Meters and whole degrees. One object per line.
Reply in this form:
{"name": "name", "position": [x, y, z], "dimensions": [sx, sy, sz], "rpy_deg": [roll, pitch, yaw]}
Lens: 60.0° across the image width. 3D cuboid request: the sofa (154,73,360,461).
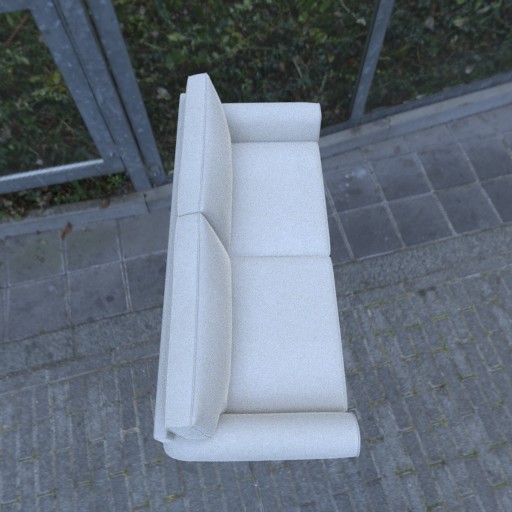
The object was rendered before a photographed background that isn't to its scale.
{"name": "sofa", "position": [0.000, 0.000, 2.550], "dimensions": [0.901, 0.962, 2.146], "rpy_deg": [-1, 63, -1]}
